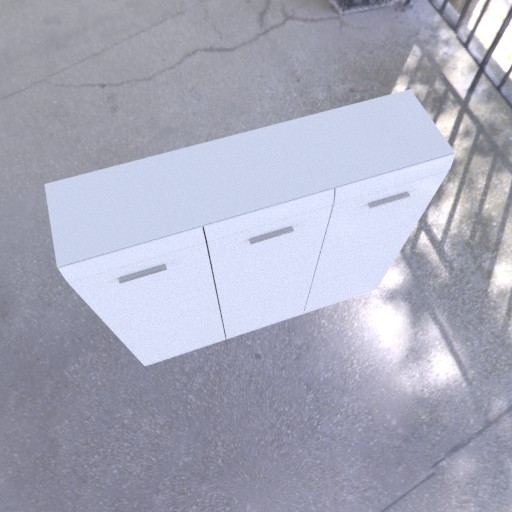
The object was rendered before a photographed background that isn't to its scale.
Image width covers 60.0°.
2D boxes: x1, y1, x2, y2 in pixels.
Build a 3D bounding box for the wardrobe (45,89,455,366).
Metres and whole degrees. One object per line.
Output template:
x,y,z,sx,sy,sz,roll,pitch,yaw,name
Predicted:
0.000,0.000,2.004,1.340,1.200,0.360,-17,64,-9,wardrobe
